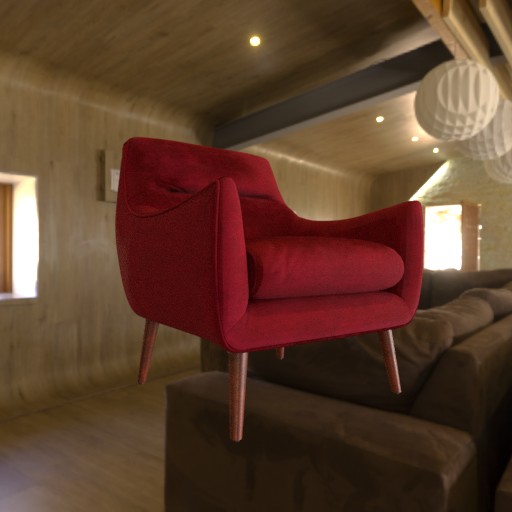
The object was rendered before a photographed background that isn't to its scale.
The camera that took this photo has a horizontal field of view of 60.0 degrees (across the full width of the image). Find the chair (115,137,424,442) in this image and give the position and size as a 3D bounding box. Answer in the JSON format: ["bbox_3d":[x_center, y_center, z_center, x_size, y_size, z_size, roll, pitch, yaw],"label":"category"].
[{"bbox_3d":[0.000,0.000,1.445,0.762,0.838,0.787,0,0,-36],"label":"chair"}]
